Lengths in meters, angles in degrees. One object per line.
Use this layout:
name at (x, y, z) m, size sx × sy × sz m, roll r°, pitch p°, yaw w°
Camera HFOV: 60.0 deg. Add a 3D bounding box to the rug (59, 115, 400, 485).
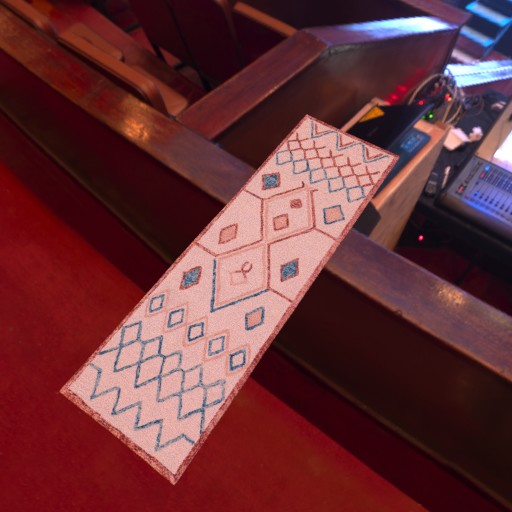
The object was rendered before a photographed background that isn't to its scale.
rug at (0.000, 0.000, 2.643) m, size 0.750 × 0.011 × 2.435 m, roll 30°, pitch 63°, yaw 17°
